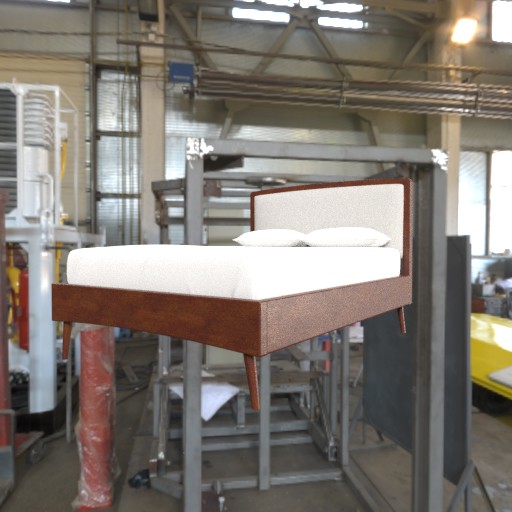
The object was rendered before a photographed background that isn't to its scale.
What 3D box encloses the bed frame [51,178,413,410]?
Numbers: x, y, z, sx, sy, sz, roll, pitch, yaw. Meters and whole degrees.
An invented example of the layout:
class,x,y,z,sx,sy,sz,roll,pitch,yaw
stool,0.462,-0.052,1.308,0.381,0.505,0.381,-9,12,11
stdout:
class,x,y,z,sx,sy,sz,roll,pitch,yaw
bed frame,0.000,0.000,3.187,1.587,1.279,2.171,1,2,35
